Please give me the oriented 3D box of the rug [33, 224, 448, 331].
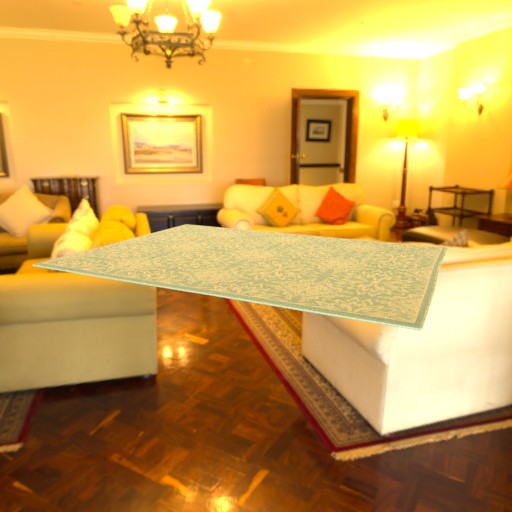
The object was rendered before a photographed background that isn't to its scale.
[{"bbox_3d":[0.000,0.000,2.870,2.205,0.014,1.589,7,15,25],"label":"rug"}]
